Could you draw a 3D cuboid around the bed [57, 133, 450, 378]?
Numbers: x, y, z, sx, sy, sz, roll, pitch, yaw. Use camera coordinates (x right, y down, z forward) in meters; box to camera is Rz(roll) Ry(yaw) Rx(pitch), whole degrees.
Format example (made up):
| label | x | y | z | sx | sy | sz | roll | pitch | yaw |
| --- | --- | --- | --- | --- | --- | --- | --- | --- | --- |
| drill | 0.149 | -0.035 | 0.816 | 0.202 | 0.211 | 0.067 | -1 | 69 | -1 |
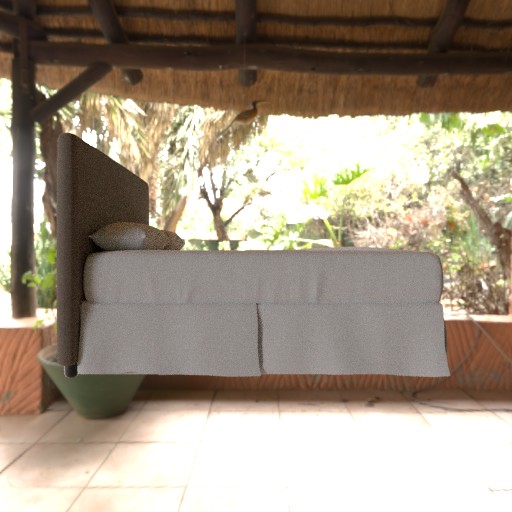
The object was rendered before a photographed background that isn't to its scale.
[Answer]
| label | x | y | z | sx | sy | sz | roll | pitch | yaw |
| --- | --- | --- | --- | --- | --- | --- | --- | --- | --- |
| bed | 0.000 | 0.000 | 3.185 | 2.142 | 1.330 | 1.723 | 0 | 0 | 0 |
